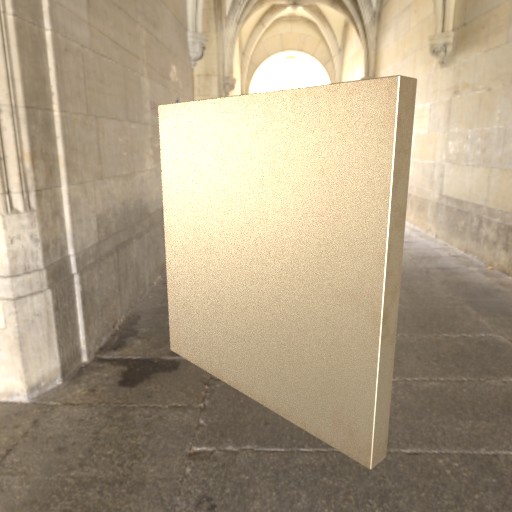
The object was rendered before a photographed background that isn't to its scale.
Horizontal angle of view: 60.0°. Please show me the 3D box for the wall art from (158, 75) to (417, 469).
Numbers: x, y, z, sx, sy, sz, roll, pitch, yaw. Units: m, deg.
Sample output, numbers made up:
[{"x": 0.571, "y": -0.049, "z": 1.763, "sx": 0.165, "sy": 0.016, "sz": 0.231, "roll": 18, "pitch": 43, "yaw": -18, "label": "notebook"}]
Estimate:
[{"x": 0.000, "y": 0.000, "z": 0.737, "sx": 0.040, "sy": 0.506, "sz": 0.503, "roll": -13, "pitch": 19, "yaw": -41, "label": "wall art"}]
